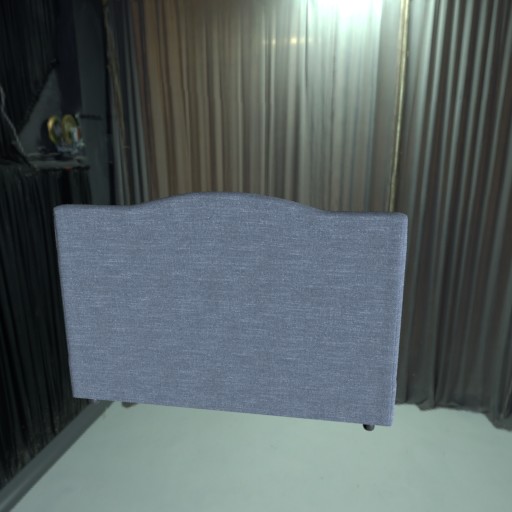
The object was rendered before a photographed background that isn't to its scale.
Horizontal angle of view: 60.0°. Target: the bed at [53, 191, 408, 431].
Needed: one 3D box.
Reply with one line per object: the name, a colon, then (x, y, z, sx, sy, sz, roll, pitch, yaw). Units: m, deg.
bed: (0.000, 0.000, 3.930, 2.161, 1.457, 2.689, 2, 16, 8)
